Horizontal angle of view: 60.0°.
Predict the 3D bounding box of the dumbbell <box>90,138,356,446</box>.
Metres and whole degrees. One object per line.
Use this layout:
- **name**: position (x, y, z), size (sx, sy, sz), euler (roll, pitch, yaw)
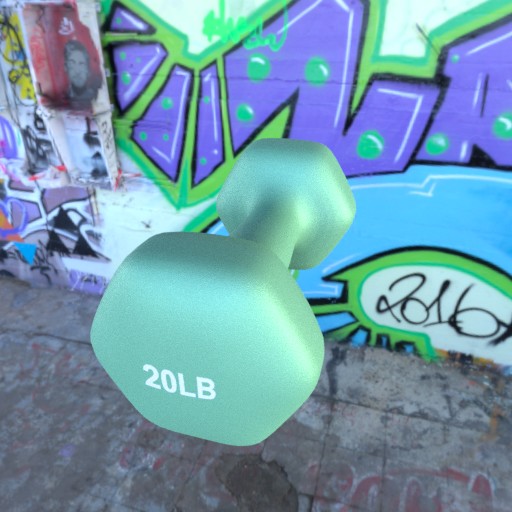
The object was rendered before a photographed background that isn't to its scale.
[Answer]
- **dumbbell**: position (0.000, 0.000, 0.324), size (0.129, 0.117, 0.260), euler (8, 30, 14)
